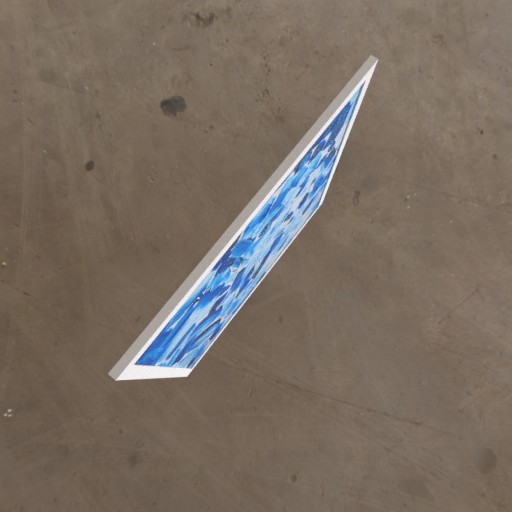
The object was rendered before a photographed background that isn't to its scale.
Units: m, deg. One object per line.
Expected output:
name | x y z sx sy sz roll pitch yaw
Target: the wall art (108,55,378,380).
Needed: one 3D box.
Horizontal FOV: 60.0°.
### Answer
wall art | 0.000 0.000 1.004 0.015 0.660 0.660 37 78 9
